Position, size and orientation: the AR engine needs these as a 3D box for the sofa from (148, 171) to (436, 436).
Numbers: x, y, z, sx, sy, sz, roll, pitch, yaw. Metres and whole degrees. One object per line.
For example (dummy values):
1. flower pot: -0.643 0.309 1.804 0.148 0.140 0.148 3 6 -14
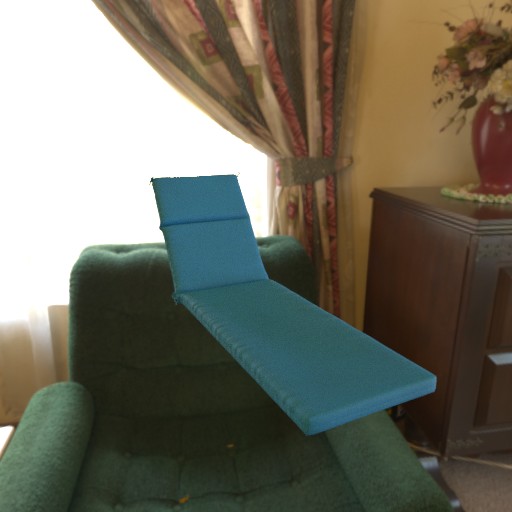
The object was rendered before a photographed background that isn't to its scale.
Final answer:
1. sofa: 0.000 0.000 1.998 0.582 0.622 1.663 -8 17 -26
